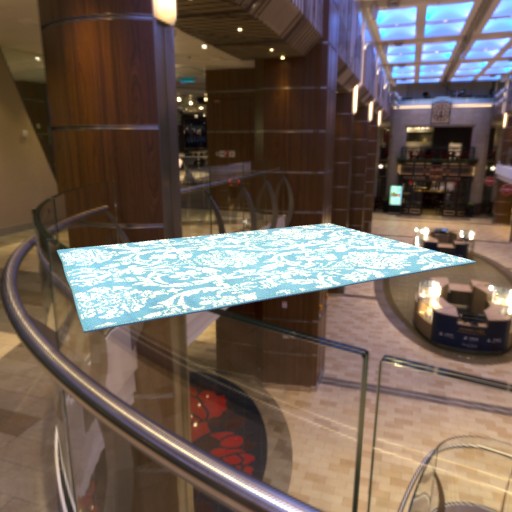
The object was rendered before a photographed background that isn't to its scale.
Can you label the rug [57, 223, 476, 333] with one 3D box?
[{"bbox_3d":[0.000,0.000,2.312,1.833,0.012,1.211,-7,16,-26],"label":"rug"}]
